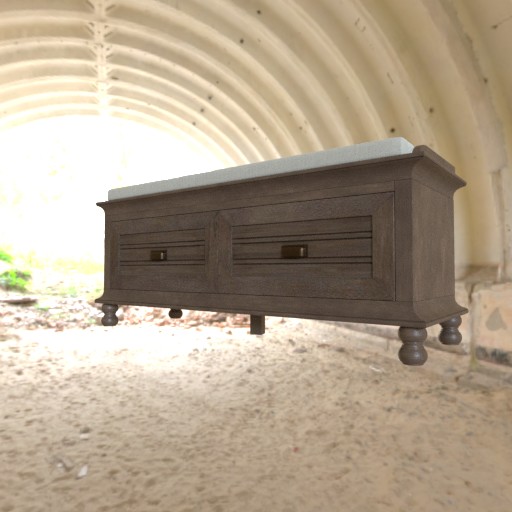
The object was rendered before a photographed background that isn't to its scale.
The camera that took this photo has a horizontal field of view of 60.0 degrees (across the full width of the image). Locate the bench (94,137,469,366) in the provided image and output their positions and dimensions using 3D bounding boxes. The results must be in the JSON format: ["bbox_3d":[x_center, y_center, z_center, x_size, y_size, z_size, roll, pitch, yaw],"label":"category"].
[{"bbox_3d":[0.000,0.000,1.438,1.185,0.501,0.402,-1,-2,37],"label":"bench"}]
